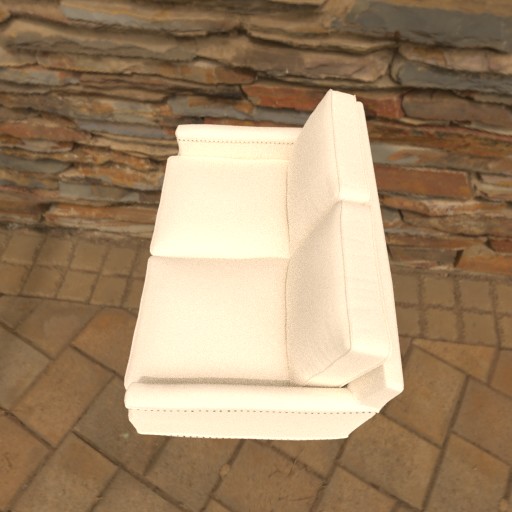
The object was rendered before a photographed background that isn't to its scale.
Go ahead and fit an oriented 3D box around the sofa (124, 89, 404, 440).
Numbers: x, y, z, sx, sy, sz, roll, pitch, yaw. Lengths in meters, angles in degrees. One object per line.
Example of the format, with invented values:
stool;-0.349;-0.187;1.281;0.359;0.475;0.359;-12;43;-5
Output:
sofa;0.000;0.000;2.209;1.084;1.003;1.597;2;57;1
